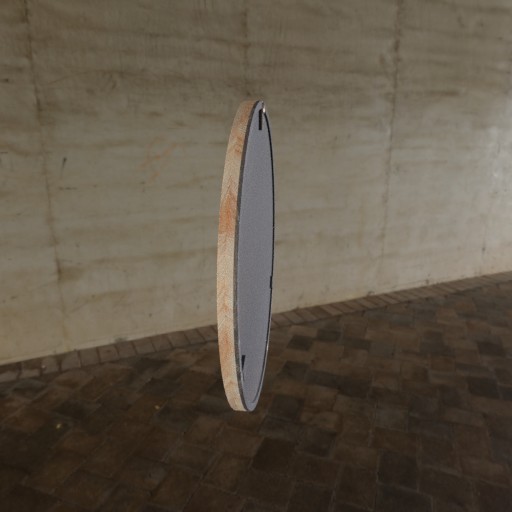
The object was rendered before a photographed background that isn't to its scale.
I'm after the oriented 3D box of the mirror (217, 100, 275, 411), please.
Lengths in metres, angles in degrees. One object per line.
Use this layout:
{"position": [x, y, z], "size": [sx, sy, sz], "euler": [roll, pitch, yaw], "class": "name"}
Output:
{"position": [0.000, 0.000, 1.075], "size": [0.038, 0.710, 0.710], "euler": [2, 15, 7], "class": "mirror"}
